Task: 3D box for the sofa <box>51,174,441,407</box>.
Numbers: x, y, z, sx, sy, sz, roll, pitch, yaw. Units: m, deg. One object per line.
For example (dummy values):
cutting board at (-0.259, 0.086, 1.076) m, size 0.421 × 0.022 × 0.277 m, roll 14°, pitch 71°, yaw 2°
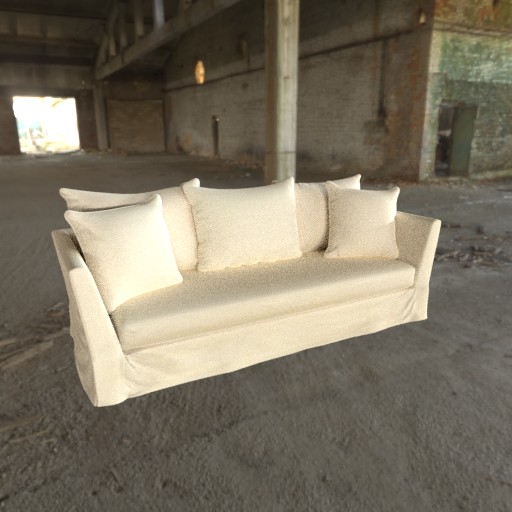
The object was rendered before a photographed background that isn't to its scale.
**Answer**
sofa at (0.000, 0.000, 3.074) m, size 2.484 × 1.042 × 1.030 m, roll -8°, pitch 18°, yaw -27°
